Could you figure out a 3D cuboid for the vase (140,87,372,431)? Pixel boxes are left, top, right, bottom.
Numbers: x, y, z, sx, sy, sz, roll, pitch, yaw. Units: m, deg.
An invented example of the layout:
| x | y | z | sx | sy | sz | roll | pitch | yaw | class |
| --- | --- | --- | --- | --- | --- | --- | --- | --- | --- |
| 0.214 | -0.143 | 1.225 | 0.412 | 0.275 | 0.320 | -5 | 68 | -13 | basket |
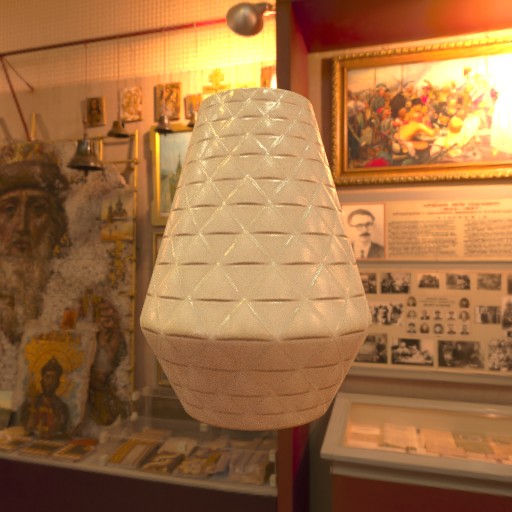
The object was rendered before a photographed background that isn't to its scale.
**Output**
| x | y | z | sx | sy | sz | roll | pitch | yaw | class |
| --- | --- | --- | --- | --- | --- | --- | --- | --- | --- |
| 0.000 | 0.000 | 0.345 | 0.175 | 0.230 | 0.175 | 0 | -1 | 0 | vase |
